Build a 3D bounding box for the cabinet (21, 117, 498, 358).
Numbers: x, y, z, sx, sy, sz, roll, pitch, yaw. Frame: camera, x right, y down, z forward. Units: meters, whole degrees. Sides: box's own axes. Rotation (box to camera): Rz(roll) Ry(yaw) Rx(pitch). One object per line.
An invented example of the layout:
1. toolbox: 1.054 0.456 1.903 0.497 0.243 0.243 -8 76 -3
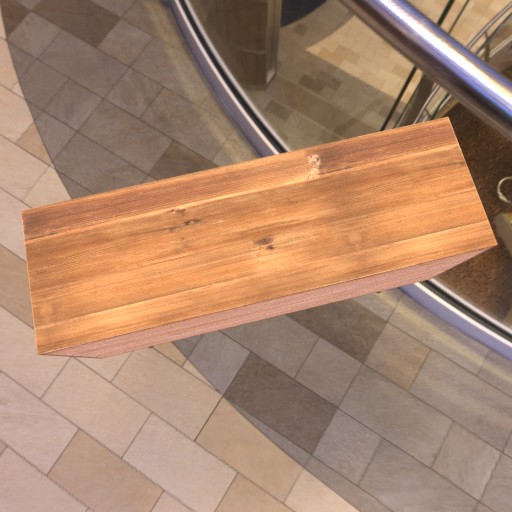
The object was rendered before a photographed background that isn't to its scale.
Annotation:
1. cabinet: 0.000 0.000 1.751 1.400 0.800 0.472 -13 76 -3
